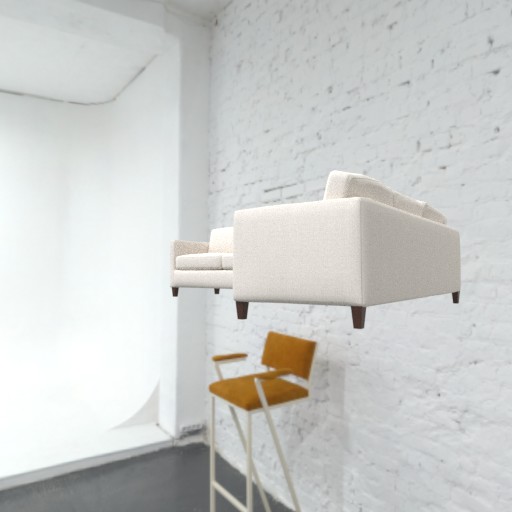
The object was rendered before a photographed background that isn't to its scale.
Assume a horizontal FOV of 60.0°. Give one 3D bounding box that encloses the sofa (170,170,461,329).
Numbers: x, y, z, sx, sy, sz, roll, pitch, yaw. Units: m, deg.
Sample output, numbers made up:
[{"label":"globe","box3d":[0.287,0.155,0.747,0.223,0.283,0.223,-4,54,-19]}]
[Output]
[{"label":"sofa","box3d":[0.000,0.000,4.413,3.302,0.947,2.593,-1,-3,36]}]
